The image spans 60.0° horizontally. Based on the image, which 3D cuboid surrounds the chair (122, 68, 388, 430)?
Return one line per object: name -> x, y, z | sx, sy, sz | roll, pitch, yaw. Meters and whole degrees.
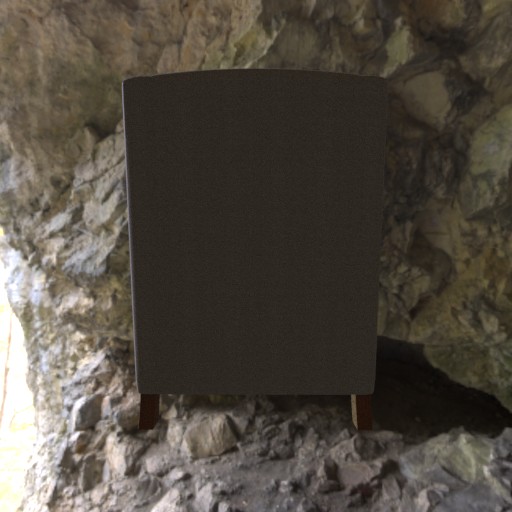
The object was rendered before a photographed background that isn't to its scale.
chair -> 0.000, 0.000, 1.608 | 0.715, 1.017, 0.890 | 0, 0, 0
